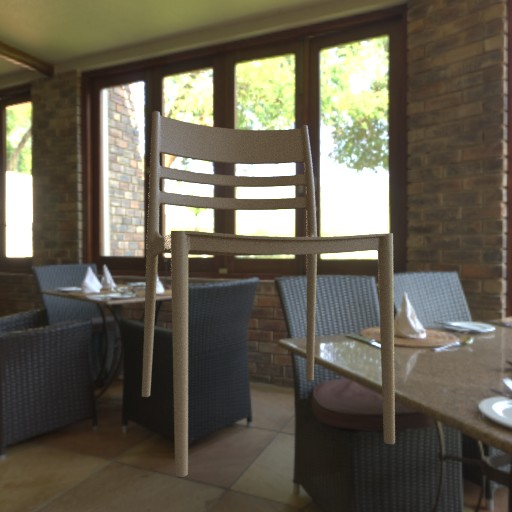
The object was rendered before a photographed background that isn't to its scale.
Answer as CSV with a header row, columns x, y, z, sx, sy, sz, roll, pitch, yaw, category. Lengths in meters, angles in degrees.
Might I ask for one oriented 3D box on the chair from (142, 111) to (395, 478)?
x,y,z,sx,sy,sz,roll,pitch,yaw,category
0.000,0.000,1.111,0.531,0.800,0.511,0,1,-18,chair
